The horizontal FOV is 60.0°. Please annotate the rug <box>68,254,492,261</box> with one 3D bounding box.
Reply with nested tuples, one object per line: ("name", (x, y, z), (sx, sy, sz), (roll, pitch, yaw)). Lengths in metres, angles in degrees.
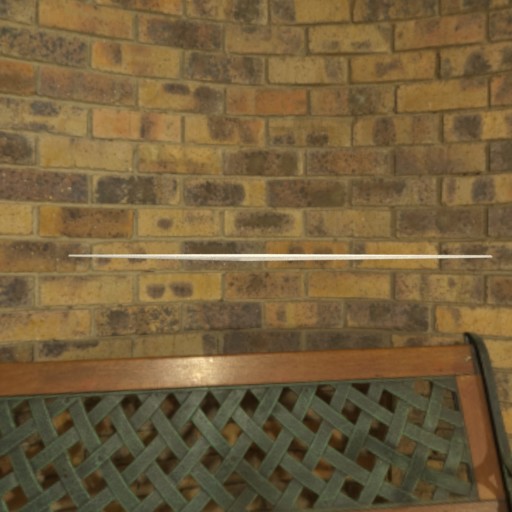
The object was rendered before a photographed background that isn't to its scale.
("rug", (0.000, 0.000, 3.932), (2.430, 0.018, 2.976), (0, 1, -37))
